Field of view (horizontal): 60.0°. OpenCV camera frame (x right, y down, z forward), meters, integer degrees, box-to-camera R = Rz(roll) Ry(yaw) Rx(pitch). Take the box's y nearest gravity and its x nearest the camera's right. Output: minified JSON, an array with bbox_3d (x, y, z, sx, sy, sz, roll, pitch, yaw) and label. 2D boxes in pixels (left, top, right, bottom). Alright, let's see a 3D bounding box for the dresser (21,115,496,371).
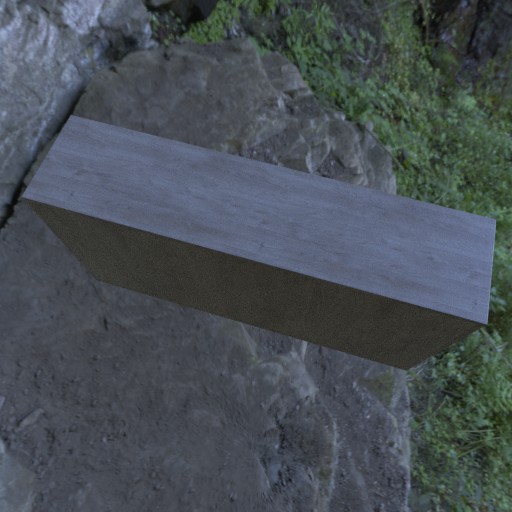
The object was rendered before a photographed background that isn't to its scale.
[{"bbox_3d":[0.000,0.000,1.882,1.590,0.795,0.390,15,66,7],"label":"dresser"}]
